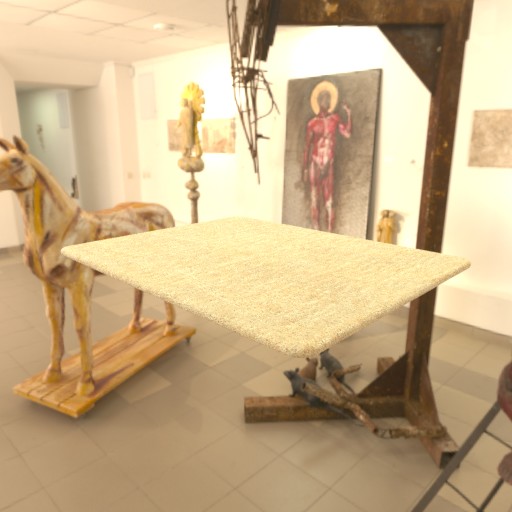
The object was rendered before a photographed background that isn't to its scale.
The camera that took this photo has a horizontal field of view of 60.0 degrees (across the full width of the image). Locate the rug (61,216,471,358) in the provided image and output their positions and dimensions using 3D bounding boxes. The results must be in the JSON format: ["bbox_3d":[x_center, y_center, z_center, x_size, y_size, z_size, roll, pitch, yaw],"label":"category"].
[{"bbox_3d":[0.000,0.000,3.407,2.528,0.048,2.009,15,21,42],"label":"rug"}]
